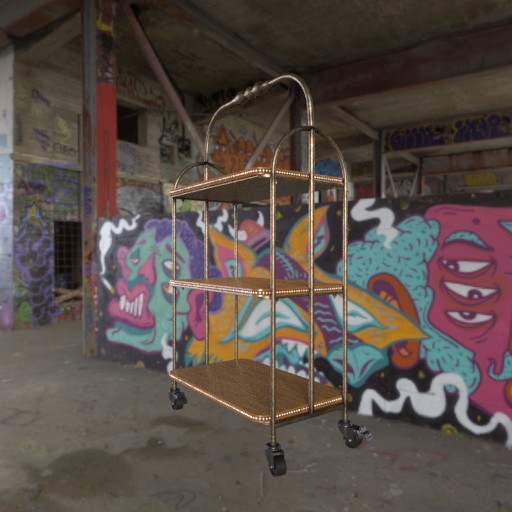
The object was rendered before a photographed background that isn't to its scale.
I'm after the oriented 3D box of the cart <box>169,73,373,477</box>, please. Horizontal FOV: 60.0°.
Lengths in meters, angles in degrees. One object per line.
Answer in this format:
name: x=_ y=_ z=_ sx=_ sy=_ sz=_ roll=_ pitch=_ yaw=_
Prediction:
cart: x=0.000 y=0.000 z=1.360 sx=0.330 sy=1.052 sz=0.650 roll=0 pitch=0 yaw=-36
